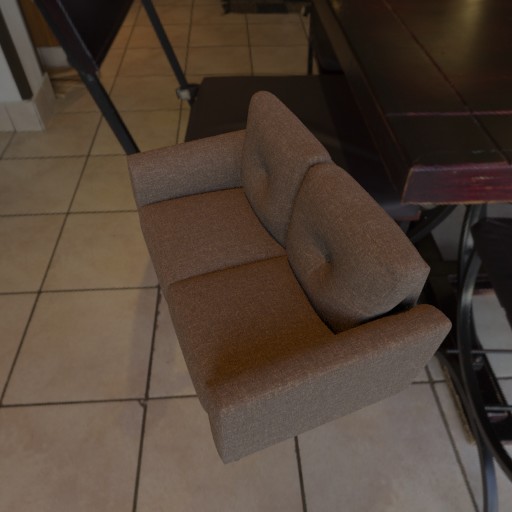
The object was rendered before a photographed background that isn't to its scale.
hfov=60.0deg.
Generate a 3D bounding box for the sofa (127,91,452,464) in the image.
[{"bbox_3d":[0.000,0.000,1.950,0.851,0.885,1.423,-16,48,-15],"label":"sofa"}]
